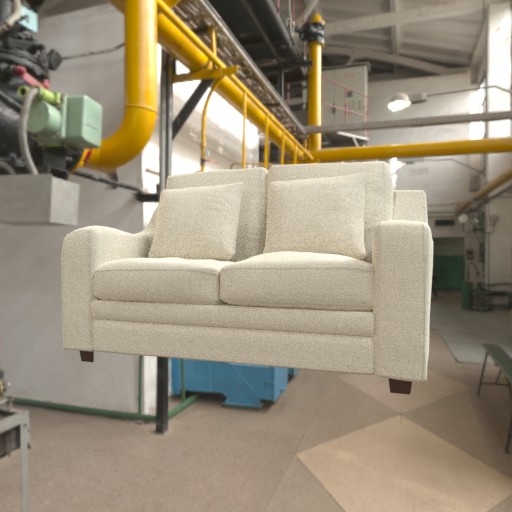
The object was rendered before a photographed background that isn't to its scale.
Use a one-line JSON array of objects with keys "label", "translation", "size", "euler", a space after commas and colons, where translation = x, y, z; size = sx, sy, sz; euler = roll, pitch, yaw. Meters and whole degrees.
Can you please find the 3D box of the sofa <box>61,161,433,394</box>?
[{"label": "sofa", "translation": [0.000, 0.000, 2.353], "size": [1.744, 1.047, 1.040], "euler": [0, 1, 19]}]
